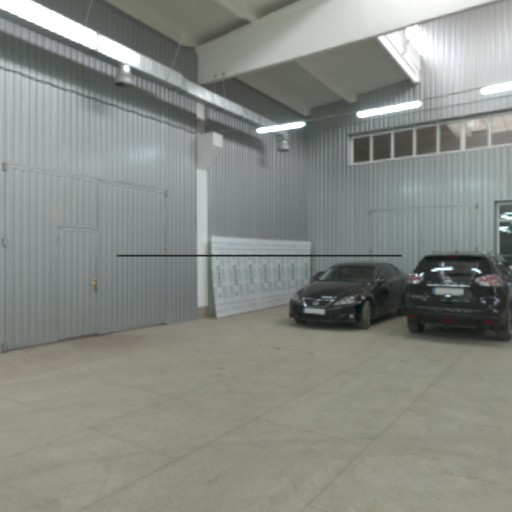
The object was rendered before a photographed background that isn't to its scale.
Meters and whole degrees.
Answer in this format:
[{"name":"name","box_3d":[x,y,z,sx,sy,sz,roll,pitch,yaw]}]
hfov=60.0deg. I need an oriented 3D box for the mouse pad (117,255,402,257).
[{"name":"mouse pad","box_3d":[0.000,0.000,1.083,0.424,0.003,0.907,0,0,-1]}]
